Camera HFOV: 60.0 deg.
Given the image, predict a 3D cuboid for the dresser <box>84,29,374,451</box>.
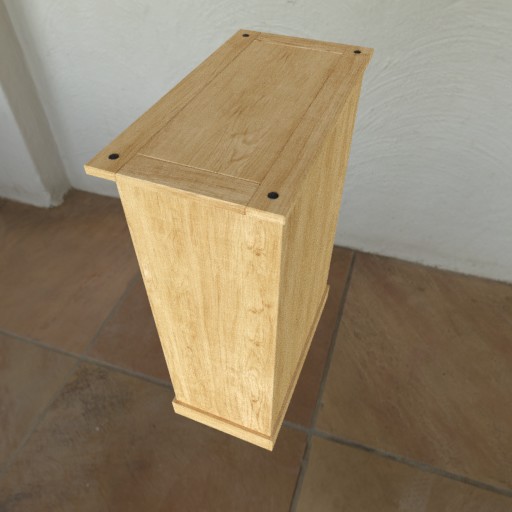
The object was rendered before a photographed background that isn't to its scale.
[{"bbox_3d":[0.000,0.000,1.705,0.485,1.300,0.915,16,48,15],"label":"dresser"}]
